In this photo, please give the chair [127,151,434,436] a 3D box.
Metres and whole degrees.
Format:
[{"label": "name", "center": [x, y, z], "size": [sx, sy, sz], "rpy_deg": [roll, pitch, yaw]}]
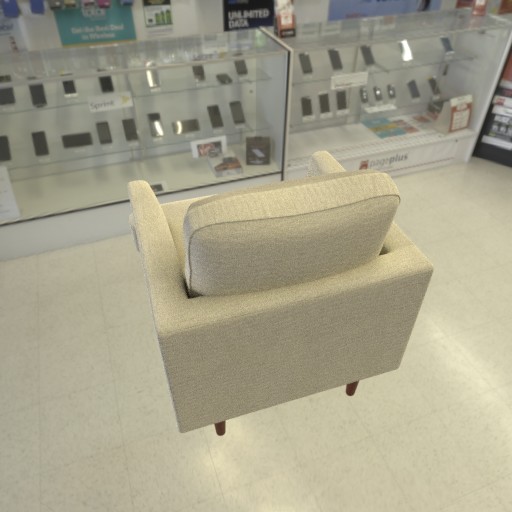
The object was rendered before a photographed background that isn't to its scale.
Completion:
[{"label": "chair", "center": [0.000, 0.000, 1.652], "size": [0.858, 0.957, 0.899], "rpy_deg": [-12, 43, -13]}]
